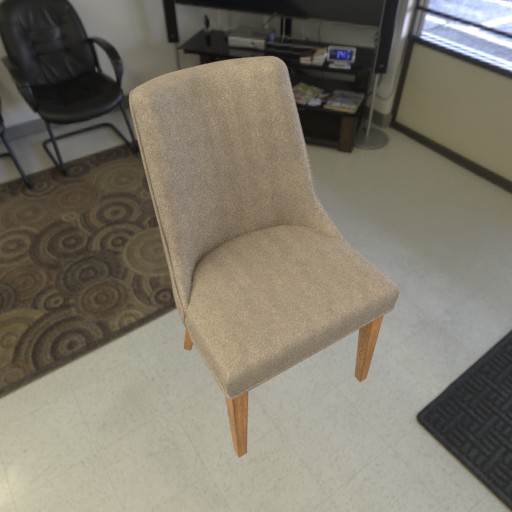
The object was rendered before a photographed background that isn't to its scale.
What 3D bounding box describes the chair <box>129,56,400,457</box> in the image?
[{"bbox_3d":[0.000,0.000,1.286,0.548,0.916,0.636,-23,49,-22],"label":"chair"}]
